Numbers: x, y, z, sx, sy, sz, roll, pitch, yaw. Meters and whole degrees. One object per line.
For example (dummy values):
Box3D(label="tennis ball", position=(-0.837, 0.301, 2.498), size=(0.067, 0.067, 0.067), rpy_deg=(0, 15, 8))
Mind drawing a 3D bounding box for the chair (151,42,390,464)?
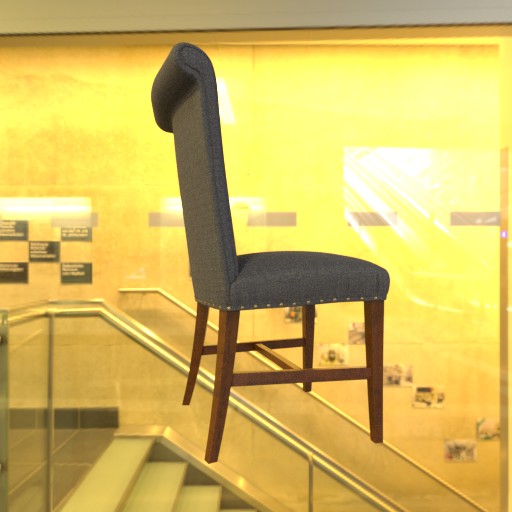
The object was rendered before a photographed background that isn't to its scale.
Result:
Box3D(label="chair", position=(0.000, 0.000, 1.322), size=(0.608, 0.988, 0.513), rpy_deg=(0, 0, -17))
